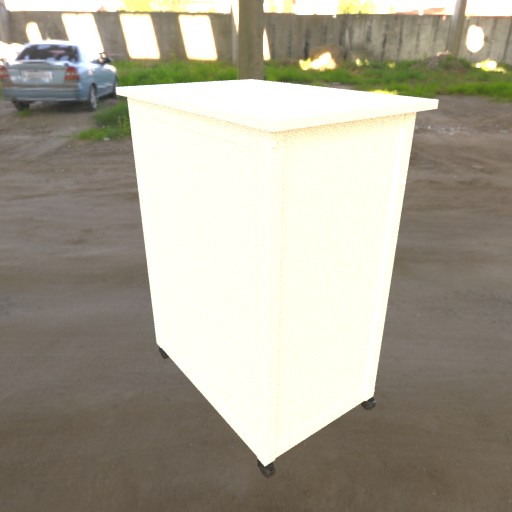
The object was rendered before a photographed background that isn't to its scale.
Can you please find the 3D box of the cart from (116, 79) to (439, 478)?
[{"bbox_3d":[0.000,0.000,1.241,0.442,0.864,0.683,-18,31,-32],"label":"cart"}]
